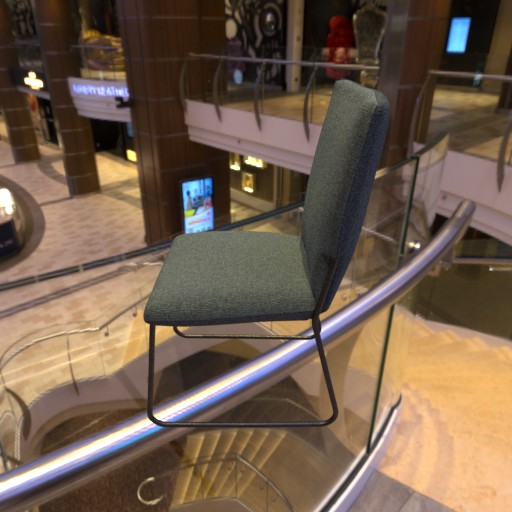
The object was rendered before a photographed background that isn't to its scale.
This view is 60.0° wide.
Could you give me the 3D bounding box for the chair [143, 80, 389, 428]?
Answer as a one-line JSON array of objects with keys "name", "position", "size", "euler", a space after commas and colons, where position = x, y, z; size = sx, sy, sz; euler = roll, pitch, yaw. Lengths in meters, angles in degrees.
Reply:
[{"name": "chair", "position": [0.000, 0.000, 1.303], "size": [0.635, 0.931, 0.480], "euler": [0, 27, 1]}]
